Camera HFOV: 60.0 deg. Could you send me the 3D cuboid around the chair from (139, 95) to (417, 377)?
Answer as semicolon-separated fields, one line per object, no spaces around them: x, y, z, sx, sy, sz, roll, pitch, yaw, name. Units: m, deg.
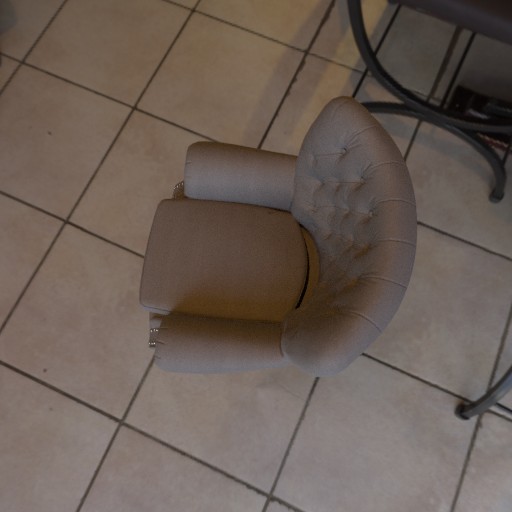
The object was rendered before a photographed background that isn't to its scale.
0.000;0.000;1.818;0.983;1.046;0.983;5;74;2;chair
